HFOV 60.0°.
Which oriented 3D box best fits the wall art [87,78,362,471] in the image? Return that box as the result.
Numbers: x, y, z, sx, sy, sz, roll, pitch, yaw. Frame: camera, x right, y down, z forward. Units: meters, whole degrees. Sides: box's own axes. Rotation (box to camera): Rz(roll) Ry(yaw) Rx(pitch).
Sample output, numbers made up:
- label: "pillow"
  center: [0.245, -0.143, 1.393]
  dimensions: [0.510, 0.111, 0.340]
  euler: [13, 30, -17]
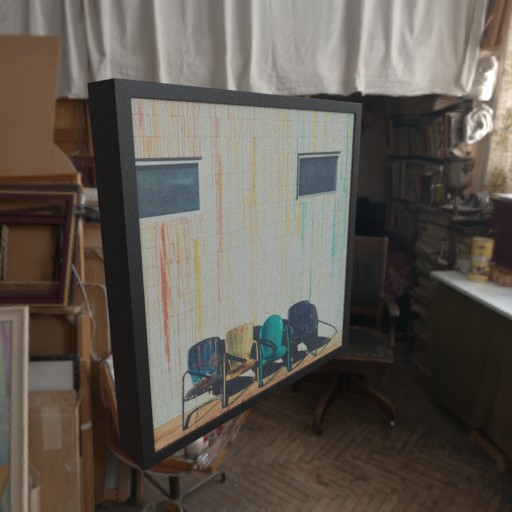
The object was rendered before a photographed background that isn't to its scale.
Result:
- label: "wall art"
  center: [0.000, 0.000, 0.444]
  dimensions: [0.038, 0.304, 0.304]
  euler: [14, 20, 42]
